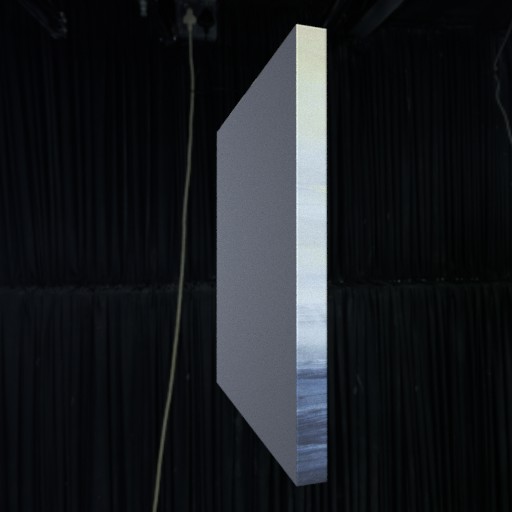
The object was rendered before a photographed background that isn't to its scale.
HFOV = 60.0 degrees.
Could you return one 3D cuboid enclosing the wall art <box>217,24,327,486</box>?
[{"bbox_3d":[0.000,0.000,0.703,0.037,0.511,0.435,0,-1,-17],"label":"wall art"}]
